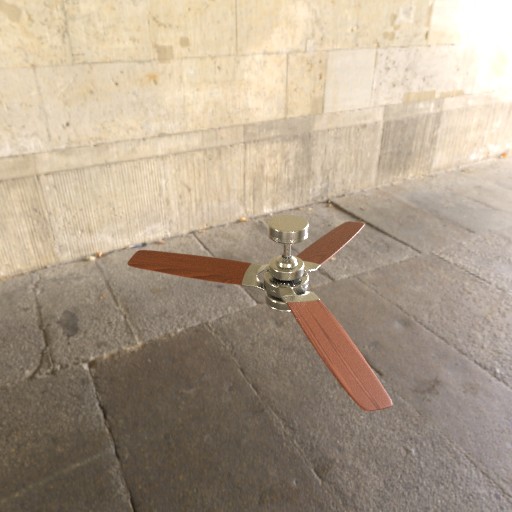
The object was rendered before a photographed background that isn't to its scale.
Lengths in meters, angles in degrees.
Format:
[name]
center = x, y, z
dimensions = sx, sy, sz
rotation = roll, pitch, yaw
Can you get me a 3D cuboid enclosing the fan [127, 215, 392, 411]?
[fan]
center = 0.000, 0.000, 2.053
dimensions = 1.271, 0.410, 1.416
rotation = 8, 30, 14
